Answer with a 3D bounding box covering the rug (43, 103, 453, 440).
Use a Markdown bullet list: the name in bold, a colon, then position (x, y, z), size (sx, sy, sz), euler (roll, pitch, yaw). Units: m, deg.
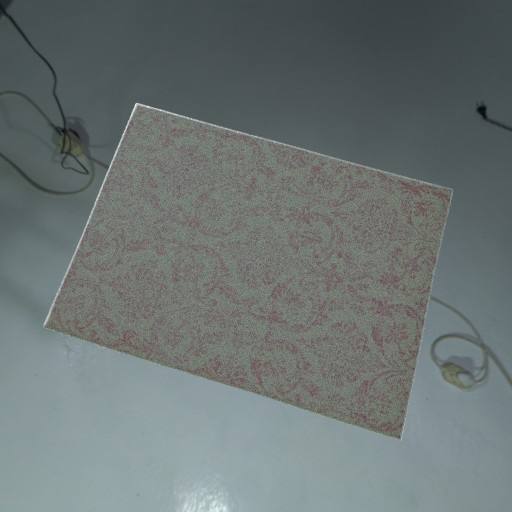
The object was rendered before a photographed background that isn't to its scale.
- **rug**: position (0.000, 0.000, 2.780), size (2.202, 0.014, 1.598), euler (16, 76, 4)
